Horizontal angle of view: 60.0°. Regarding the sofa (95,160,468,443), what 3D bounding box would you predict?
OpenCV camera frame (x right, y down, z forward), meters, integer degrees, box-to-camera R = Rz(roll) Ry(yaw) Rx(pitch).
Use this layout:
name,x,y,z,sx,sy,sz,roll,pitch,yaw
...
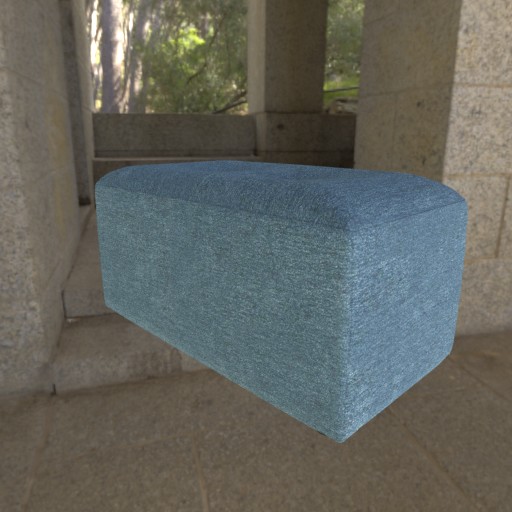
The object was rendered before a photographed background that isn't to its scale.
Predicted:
name,x,y,z,sx,sy,sz,roll,pitch,yaw
sofa,0.000,0.000,1.202,0.480,0.470,0.930,-15,22,-42
